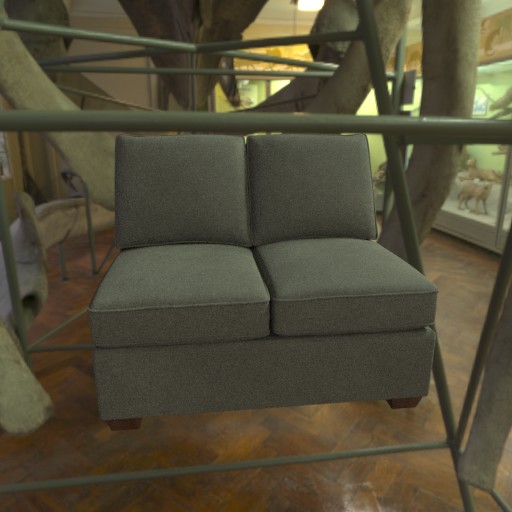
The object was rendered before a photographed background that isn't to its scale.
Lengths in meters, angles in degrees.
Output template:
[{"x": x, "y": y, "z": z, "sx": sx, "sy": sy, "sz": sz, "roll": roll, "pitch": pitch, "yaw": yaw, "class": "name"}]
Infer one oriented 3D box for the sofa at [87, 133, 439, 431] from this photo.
[{"x": 0.000, "y": 0.000, "z": 1.918, "sx": 1.237, "sy": 1.008, "sz": 0.951, "roll": -2, "pitch": 17, "yaw": -7, "class": "sofa"}]
